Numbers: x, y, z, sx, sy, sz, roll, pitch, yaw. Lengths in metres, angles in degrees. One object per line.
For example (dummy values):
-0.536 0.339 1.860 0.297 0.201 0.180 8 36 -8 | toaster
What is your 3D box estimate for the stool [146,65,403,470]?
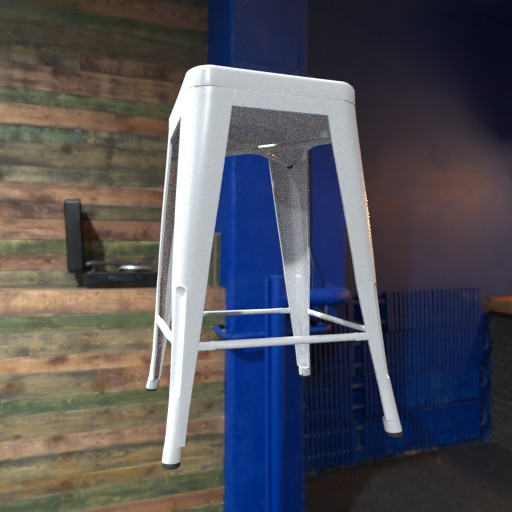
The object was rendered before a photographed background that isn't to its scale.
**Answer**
0.000 0.000 0.883 0.406 0.610 0.406 0 0 -17 | stool
